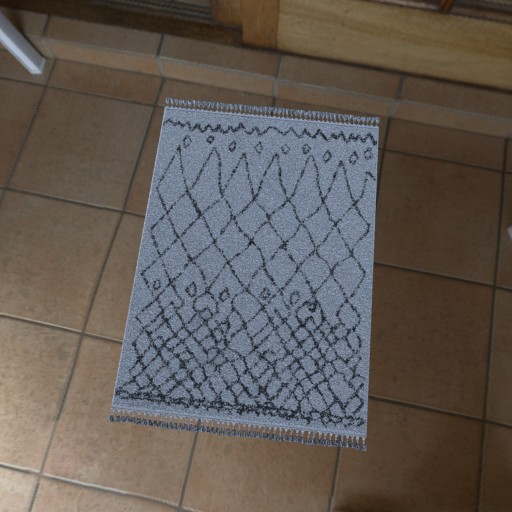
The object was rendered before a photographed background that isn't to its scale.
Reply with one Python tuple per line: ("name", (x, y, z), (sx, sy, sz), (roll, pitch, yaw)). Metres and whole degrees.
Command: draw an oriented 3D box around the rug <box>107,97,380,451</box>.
("rug", (0.000, 0.000, 3.025), (1.613, 0.017, 2.312), (6, 75, 2))
